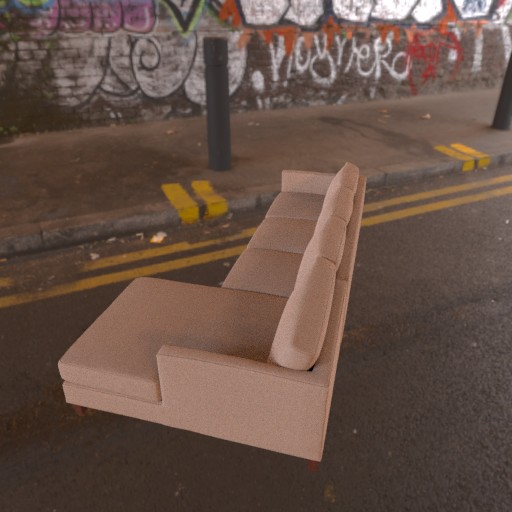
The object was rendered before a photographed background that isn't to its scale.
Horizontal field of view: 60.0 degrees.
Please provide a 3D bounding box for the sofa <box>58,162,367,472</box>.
[{"bbox_3d":[0.000,0.000,3.775,1.625,0.861,3.186,8,30,13],"label":"sofa"}]
